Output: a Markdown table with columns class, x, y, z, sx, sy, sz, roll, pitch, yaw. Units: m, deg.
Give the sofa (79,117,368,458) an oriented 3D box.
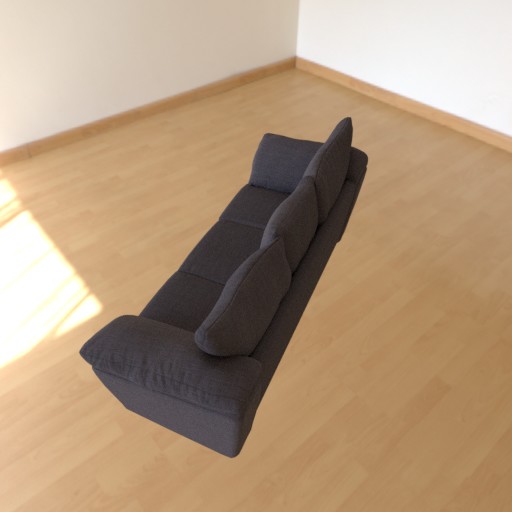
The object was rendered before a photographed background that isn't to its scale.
| class | x | y | z | sx | sy | sz | roll | pitch | yaw |
| --- | --- | --- | --- | --- | --- | --- | --- | --- | --- |
| sofa | 0.000 | 0.000 | 2.898 | 0.883 | 1.080 | 2.336 | 17 | 46 | 17 |
